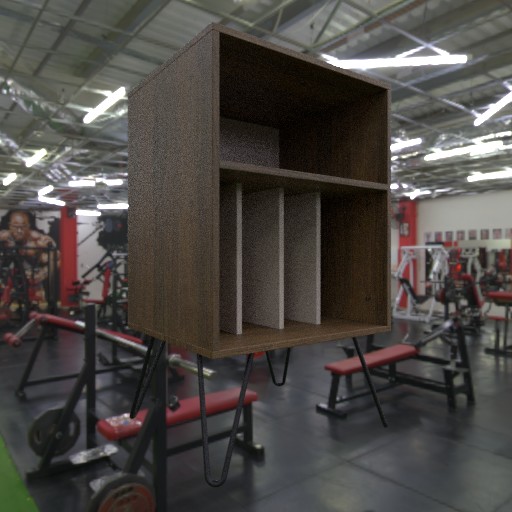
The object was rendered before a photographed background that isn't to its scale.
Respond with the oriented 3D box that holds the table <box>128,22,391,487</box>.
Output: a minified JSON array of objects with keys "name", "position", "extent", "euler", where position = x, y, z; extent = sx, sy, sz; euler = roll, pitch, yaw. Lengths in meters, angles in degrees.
[{"name":"table","position":[0.000,0.000,1.151],"extent":[0.526,0.866,0.457],"euler":[0,0,-36]}]
